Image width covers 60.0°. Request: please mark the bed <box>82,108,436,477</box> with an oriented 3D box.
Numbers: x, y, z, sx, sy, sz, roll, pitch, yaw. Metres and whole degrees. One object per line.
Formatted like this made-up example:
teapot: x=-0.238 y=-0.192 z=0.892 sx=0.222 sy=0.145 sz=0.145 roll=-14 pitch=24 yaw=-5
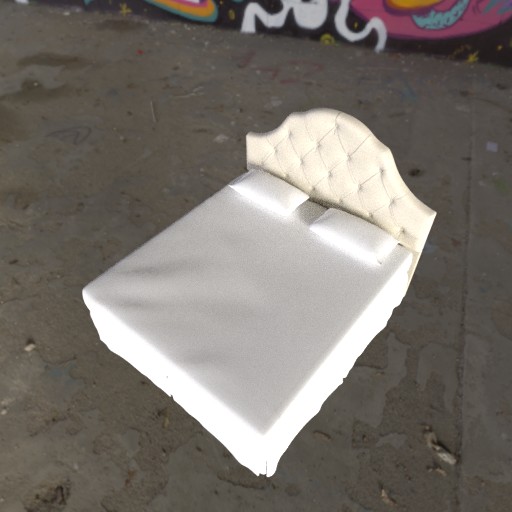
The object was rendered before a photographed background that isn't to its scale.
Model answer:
bed: x=0.000 y=0.000 z=3.590 sx=2.008 sy=1.615 sz=2.214 roll=31 pitch=53 yaw=26
